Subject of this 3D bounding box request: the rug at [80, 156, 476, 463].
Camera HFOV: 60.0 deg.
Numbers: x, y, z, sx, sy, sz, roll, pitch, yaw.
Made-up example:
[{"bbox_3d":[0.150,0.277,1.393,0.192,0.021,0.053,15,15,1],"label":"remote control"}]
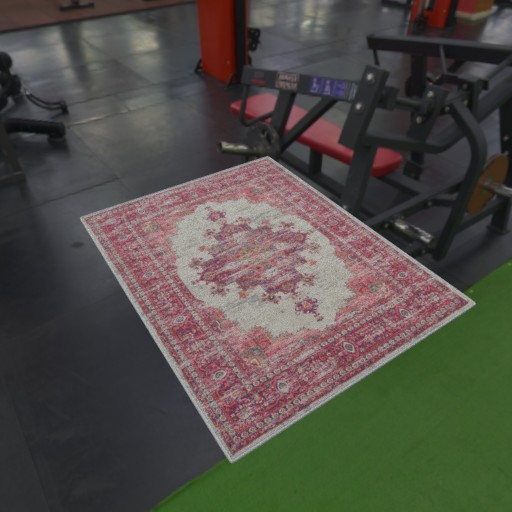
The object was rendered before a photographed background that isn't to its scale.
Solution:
[{"bbox_3d":[0.000,0.000,4.245,2.447,0.017,3.123,-23,46,-25],"label":"rug"}]
